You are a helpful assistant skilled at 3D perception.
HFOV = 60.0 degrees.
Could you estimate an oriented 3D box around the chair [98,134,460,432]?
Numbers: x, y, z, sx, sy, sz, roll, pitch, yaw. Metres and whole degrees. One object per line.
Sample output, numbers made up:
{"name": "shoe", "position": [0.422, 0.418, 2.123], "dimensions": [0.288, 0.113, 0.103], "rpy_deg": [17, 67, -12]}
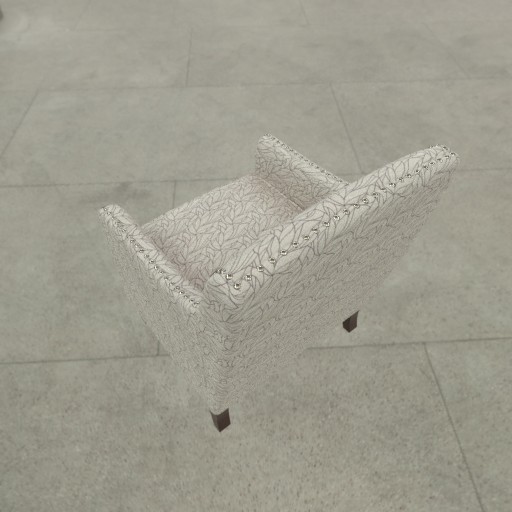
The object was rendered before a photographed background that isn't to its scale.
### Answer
{"name": "chair", "position": [0.000, 0.000, 1.265], "dimensions": [0.623, 0.816, 0.651], "rpy_deg": [-31, 54, -25]}
